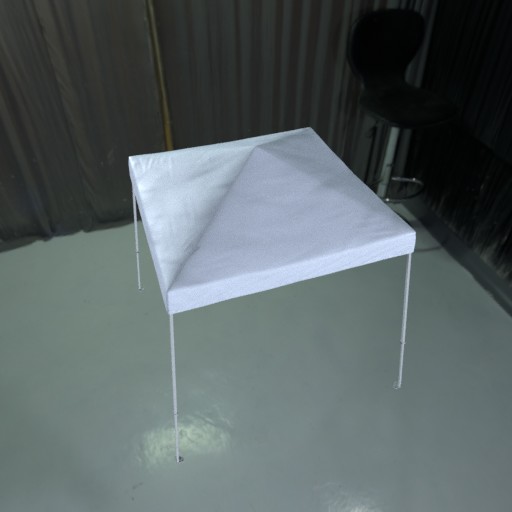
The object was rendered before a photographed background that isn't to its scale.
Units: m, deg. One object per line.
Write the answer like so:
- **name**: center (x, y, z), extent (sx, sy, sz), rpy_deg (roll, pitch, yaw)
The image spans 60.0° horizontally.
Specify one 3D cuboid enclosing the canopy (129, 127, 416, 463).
- **canopy**: center (0.000, 0.000, 6.652), extent (3.600, 3.600, 3.599), rpy_deg (-13, 43, -15)
